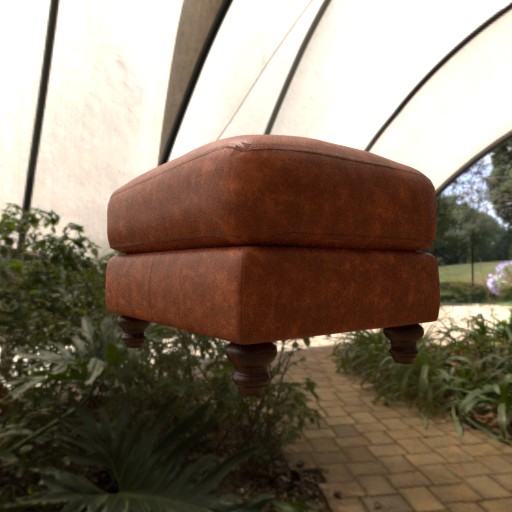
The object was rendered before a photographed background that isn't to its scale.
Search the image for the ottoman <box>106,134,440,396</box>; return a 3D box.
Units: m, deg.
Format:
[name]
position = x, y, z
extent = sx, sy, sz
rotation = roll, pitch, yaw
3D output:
[ottoman]
position = 0.000, 0.000, 1.280
extent = 0.657, 0.562, 0.832
rotation = 1, -2, -36
